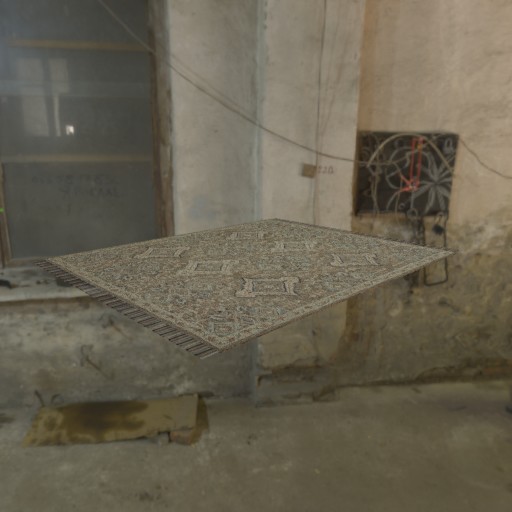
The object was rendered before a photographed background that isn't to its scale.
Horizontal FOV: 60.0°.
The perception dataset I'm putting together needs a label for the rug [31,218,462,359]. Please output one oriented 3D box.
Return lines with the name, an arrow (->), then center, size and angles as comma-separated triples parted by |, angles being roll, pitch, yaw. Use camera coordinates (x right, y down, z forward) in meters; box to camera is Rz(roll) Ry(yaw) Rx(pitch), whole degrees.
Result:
rug -> 0.000, 0.000, 3.997 | 3.056, 0.010, 2.437 | -14, 20, -42
